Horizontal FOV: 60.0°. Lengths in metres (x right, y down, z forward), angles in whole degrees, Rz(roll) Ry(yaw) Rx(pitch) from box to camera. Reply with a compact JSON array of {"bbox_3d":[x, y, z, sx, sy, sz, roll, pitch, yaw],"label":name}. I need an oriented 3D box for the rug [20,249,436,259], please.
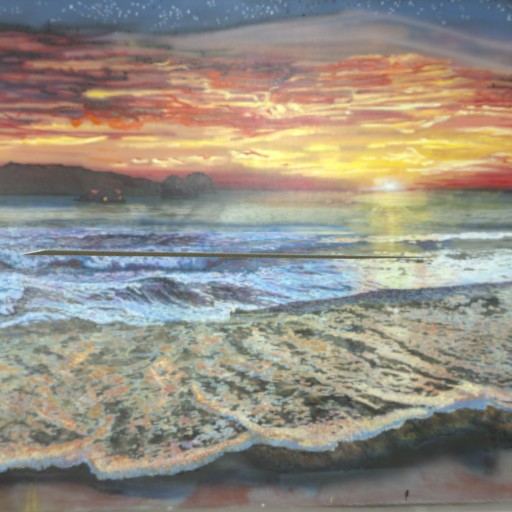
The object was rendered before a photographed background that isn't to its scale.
[{"bbox_3d":[0.000,0.000,2.656,2.431,0.006,0.806,1,-2,-34],"label":"rug"}]
